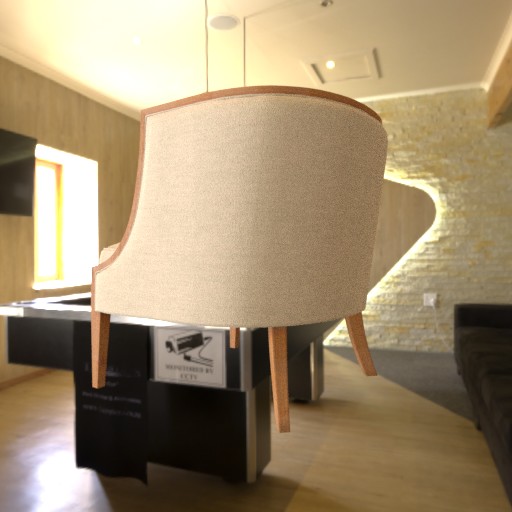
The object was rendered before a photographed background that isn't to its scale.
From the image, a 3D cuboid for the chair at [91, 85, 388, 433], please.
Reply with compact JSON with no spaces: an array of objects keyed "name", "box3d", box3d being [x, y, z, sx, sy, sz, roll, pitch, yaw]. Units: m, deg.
[{"name":"chair","box3d":[0.000,0.000,1.373,0.757,0.775,0.711,1,1,36]}]
